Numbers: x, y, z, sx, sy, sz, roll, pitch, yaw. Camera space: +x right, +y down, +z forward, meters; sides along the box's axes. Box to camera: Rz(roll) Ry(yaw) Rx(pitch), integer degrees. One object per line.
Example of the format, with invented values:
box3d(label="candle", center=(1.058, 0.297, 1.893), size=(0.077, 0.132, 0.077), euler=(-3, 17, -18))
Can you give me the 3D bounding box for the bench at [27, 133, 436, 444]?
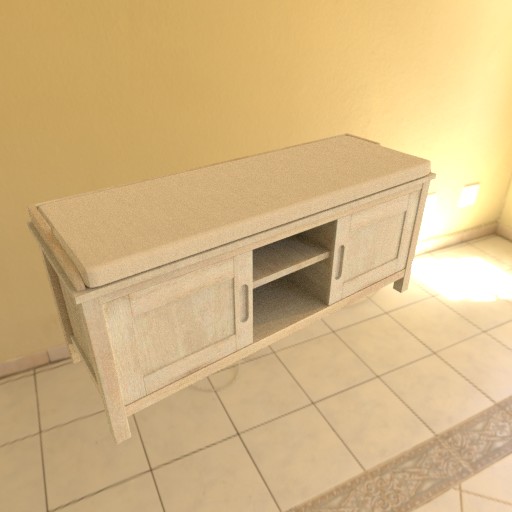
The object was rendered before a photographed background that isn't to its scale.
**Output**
box3d(label="bench", center=(0.000, 0.000, 1.370), size=(1.140, 0.501, 0.398), euler=(-20, 36, -30))
